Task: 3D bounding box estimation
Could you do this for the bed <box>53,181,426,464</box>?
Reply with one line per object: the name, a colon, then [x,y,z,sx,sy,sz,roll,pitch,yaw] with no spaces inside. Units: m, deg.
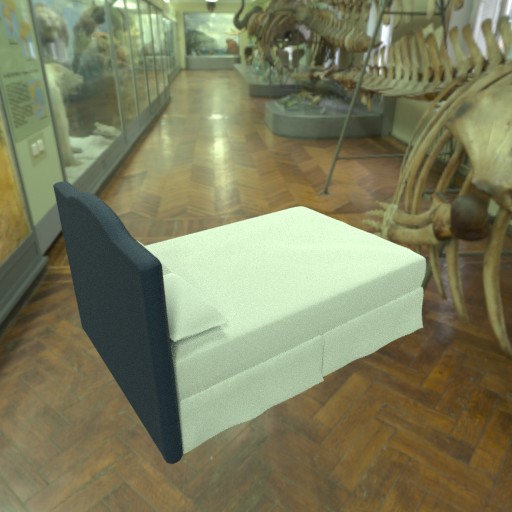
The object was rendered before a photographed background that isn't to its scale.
bed: [0.000,0.000,3.585,2.507,1.441,1.741,-17,31,-32]
